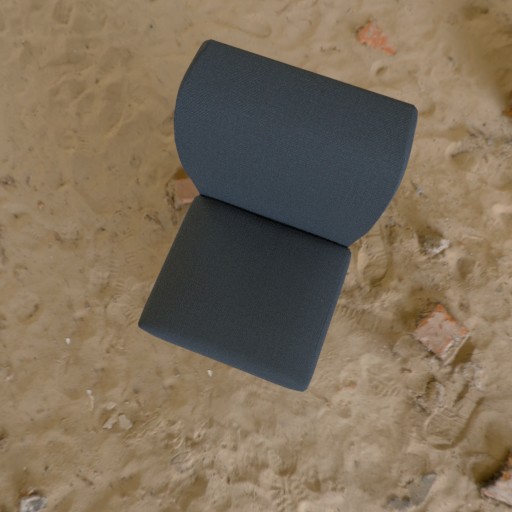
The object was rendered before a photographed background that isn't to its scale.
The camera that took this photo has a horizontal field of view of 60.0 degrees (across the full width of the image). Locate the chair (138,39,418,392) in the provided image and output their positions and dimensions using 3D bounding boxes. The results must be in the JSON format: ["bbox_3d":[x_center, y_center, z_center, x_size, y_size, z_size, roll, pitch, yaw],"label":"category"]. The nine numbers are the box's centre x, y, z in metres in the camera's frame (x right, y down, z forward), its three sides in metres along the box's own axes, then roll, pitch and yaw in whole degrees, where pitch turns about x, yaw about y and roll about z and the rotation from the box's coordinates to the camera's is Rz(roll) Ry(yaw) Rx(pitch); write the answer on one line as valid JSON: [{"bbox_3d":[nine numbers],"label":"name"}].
[{"bbox_3d":[0.000,0.000,1.179,0.513,0.804,0.592,19,77,5],"label":"chair"}]
